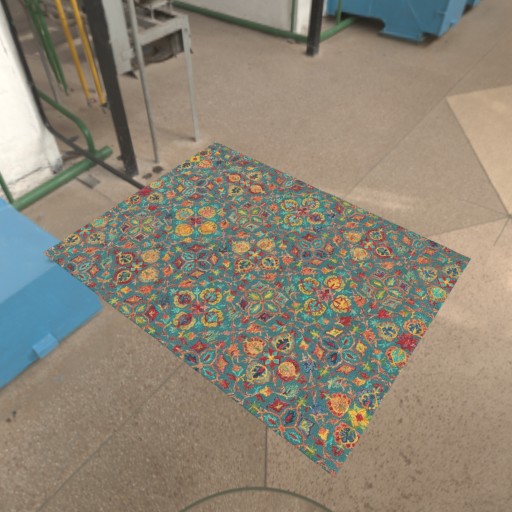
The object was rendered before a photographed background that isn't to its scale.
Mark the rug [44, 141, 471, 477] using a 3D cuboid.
[{"bbox_3d":[0.000,0.000,4.164,3.204,0.025,2.434,30,54,25],"label":"rug"}]
